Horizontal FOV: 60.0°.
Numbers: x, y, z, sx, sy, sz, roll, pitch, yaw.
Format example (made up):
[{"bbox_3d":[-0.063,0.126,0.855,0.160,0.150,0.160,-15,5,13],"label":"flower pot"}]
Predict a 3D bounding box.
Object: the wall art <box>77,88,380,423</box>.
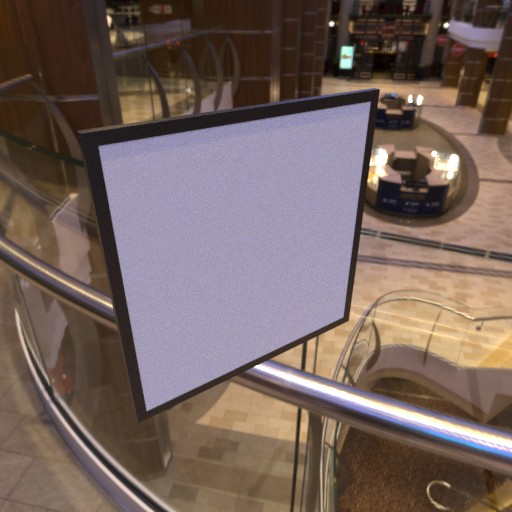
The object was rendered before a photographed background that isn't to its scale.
[{"bbox_3d":[0.000,0.000,1.234,0.807,0.807,0.022,-19,35,-29],"label":"wall art"}]
